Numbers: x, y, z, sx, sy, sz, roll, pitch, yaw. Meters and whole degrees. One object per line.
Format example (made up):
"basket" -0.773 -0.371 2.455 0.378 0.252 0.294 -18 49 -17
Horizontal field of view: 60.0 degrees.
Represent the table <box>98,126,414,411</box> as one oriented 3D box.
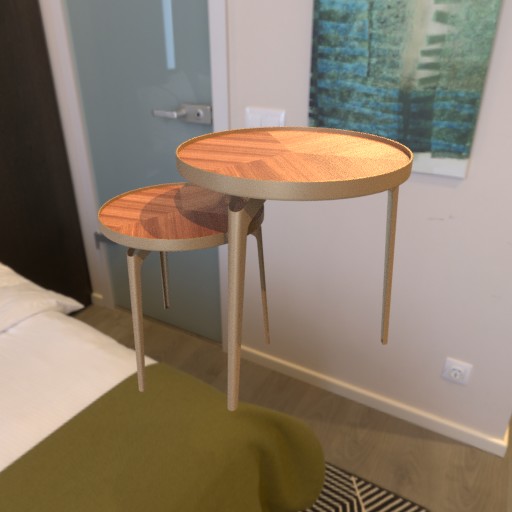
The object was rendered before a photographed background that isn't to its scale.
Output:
"table" 0.000 0.000 1.141 0.751 0.555 0.532 0 26 0
